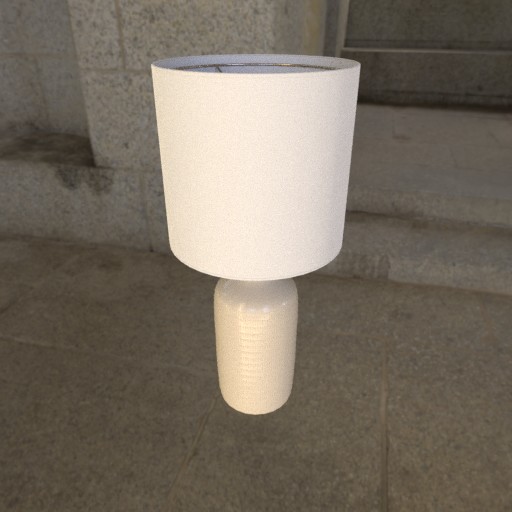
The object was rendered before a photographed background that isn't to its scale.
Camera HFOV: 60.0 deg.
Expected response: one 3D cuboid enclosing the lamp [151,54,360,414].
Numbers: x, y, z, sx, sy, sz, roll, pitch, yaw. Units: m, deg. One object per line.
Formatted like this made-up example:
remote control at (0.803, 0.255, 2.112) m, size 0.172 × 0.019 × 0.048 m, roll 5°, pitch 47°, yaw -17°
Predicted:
lamp at (0.000, 0.000, 0.590) m, size 0.220 × 0.475 × 0.220 m, roll -7°, pitch 29°, yaw -13°
